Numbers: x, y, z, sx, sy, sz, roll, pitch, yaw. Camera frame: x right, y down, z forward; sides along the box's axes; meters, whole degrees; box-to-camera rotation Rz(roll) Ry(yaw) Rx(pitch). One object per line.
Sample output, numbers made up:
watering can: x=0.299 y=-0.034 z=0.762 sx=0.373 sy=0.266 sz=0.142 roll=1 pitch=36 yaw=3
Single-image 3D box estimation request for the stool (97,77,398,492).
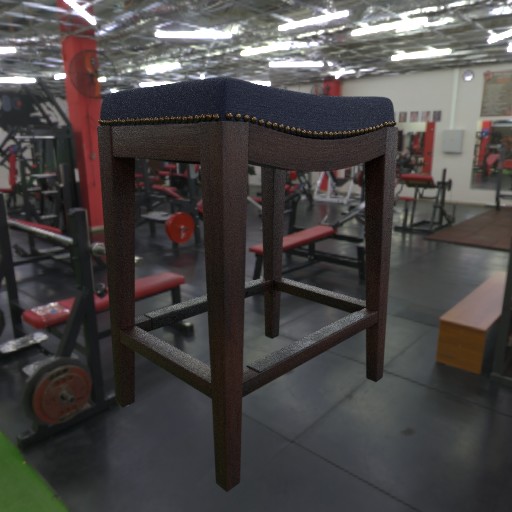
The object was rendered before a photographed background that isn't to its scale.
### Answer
stool: x=0.000 y=0.000 z=0.930 sx=0.361 sy=0.642 sz=0.500 roll=14 pitch=20 yaw=43
